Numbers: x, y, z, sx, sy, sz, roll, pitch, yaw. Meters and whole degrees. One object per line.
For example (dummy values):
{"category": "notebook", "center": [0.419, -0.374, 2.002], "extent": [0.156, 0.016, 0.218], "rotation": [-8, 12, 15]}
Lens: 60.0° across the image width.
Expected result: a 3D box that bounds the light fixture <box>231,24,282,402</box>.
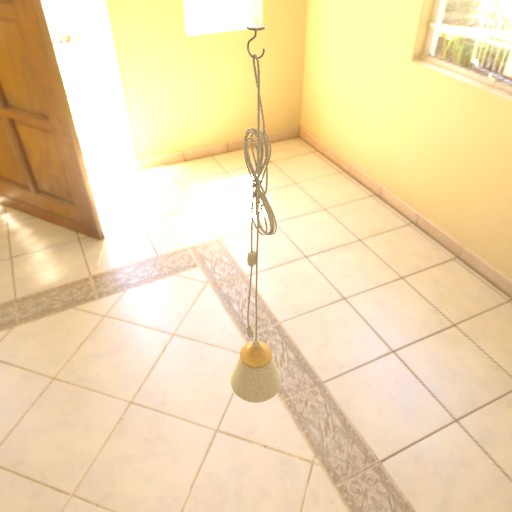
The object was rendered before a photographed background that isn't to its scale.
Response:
{"category": "light fixture", "center": [0.000, 0.000, 1.026], "extent": [0.153, 0.966, 0.153], "rotation": [-25, 45, -27]}
